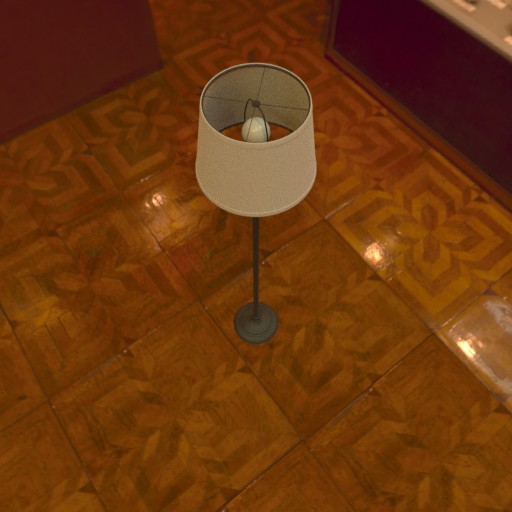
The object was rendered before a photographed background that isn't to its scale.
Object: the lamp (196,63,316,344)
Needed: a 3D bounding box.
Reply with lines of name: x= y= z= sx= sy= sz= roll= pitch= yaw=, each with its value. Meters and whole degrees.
lamp: x=0.000 y=0.000 z=1.667 sx=0.327 sy=1.506 sz=0.327 roll=-31 pitch=67 yaw=-15
